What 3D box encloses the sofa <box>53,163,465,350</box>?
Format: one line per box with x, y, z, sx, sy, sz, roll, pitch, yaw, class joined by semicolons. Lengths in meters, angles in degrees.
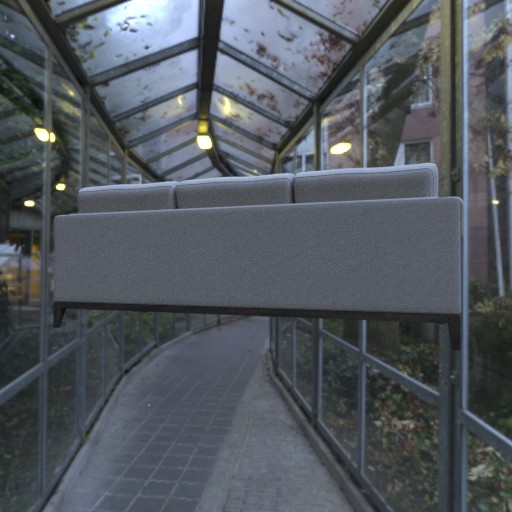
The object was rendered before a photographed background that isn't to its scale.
0.000;0.000;2.687;2.210;0.838;0.959;0;-1;19;sofa
